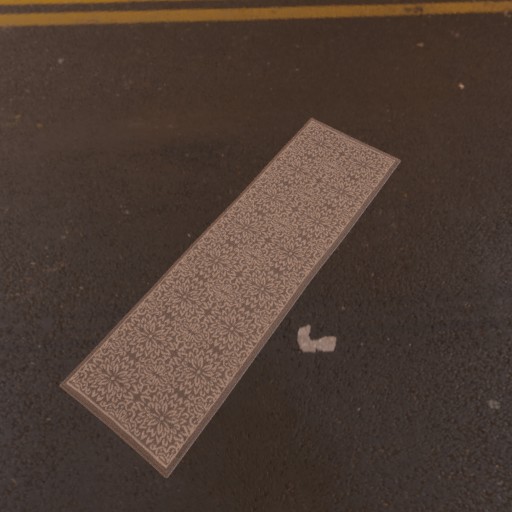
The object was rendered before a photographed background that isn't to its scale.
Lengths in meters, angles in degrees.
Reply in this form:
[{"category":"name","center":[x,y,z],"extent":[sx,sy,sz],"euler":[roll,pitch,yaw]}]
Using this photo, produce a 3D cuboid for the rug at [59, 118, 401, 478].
[{"category":"rug","center":[0.000,0.000,2.408],"extent":[0.662,0.011,2.196],"euler":[32,64,18]}]
